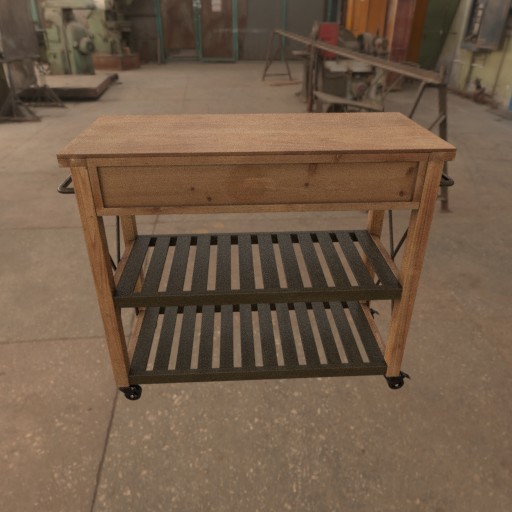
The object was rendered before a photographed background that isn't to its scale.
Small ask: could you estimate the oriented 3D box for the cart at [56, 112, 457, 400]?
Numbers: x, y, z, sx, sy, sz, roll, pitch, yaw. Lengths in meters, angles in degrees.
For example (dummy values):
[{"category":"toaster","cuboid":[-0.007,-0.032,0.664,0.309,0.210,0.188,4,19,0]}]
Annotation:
[{"category":"cart","cuboid":[0.000,0.000,0.977,0.686,0.554,0.298,-1,29,-3]}]
